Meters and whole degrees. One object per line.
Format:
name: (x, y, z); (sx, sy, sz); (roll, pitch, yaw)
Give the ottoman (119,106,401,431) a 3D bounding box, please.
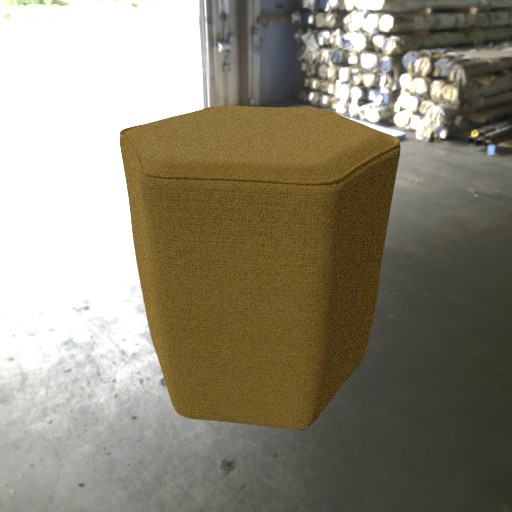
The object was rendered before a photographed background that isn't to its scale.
ottoman: (0.000, 0.000, 0.883); (0.443, 0.502, 0.494); (21, 36, 32)
